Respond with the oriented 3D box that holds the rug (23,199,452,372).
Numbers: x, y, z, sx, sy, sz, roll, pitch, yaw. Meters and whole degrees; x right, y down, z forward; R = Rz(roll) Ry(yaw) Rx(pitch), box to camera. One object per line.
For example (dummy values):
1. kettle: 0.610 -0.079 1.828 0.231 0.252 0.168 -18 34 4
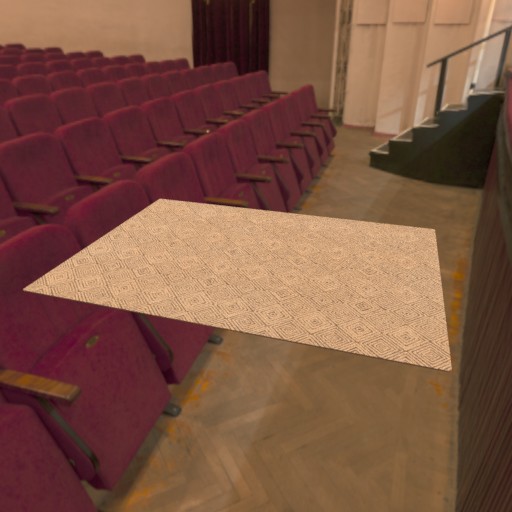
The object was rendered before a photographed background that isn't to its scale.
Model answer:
1. rug: 0.000 0.000 2.856 2.238 0.008 1.593 8 28 15
